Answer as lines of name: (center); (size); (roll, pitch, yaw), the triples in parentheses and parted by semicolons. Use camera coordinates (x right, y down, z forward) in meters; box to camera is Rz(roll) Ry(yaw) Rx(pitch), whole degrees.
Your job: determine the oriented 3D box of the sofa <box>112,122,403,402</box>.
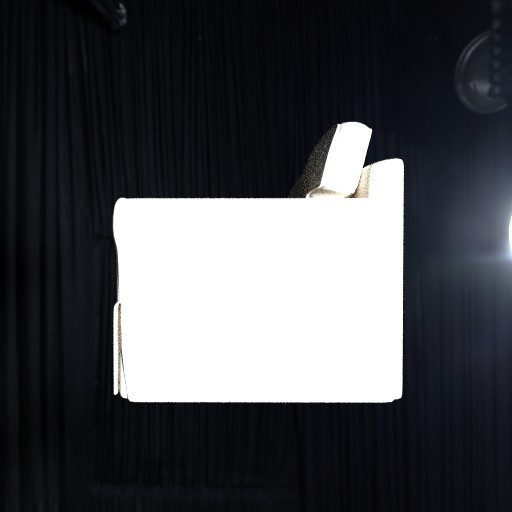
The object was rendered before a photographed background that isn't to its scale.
sofa: (0.000, 0.000, 2.268); (0.991, 0.940, 1.727); (0, 1, 0)
